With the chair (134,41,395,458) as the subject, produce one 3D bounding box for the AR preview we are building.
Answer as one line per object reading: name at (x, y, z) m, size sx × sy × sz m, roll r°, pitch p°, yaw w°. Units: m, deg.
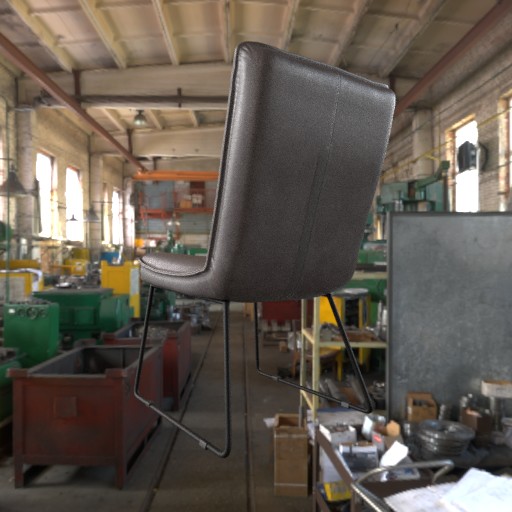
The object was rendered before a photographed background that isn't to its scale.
chair at (0.000, 0.000, 1.333) m, size 0.515 × 0.932 × 0.688 m, roll 0°, pitch 0°, yaw -35°
